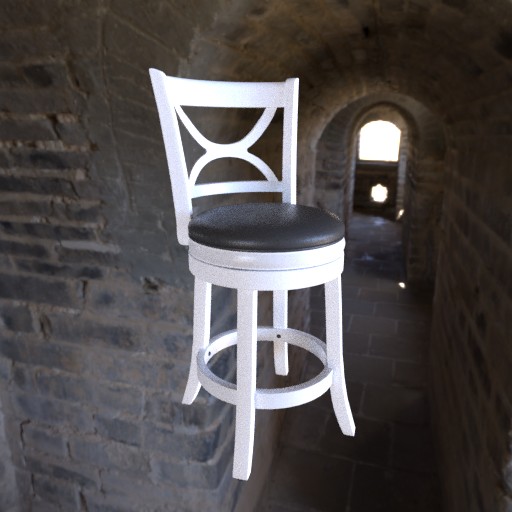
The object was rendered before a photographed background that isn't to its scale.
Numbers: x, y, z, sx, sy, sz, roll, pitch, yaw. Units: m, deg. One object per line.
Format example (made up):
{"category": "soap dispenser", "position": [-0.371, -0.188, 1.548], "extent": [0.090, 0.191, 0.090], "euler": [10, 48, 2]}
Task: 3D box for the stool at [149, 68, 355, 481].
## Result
{"category": "stool", "position": [0.000, 0.000, 1.205], "extent": [0.444, 0.953, 0.508], "euler": [-9, 18, -28]}
